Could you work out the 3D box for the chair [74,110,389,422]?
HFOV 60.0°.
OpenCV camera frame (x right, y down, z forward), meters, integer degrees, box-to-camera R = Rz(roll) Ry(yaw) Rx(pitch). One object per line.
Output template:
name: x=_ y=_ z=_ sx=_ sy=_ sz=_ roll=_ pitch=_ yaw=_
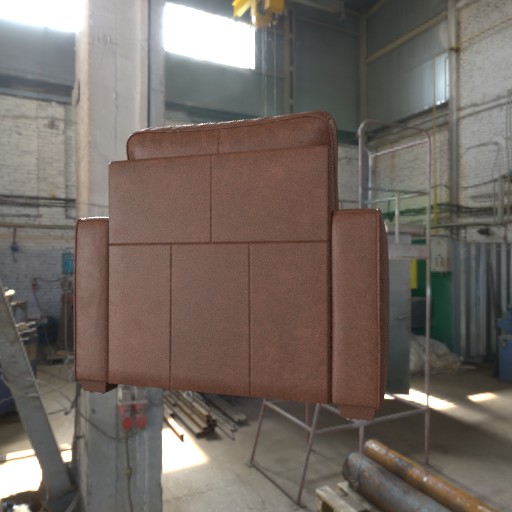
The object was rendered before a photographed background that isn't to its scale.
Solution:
chair: x=0.000 y=0.000 z=1.767 sx=1.017 sy=0.919 sz=0.940 roll=0 pitch=0 yaw=17
